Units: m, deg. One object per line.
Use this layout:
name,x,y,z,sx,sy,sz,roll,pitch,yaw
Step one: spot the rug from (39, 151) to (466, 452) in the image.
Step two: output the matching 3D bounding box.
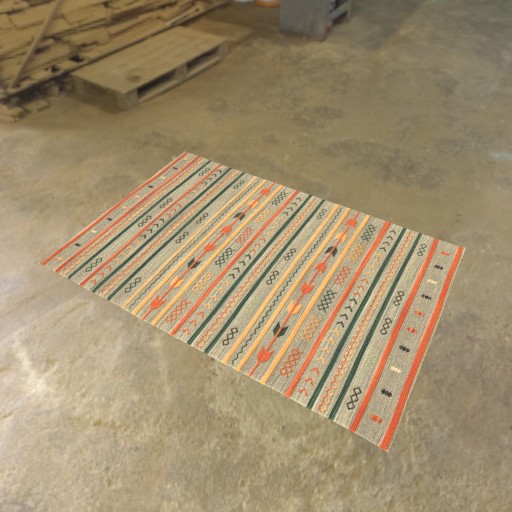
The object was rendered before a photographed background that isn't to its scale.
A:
rug,0.000,0.000,2.279,1.835,0.017,1.220,23,49,21
